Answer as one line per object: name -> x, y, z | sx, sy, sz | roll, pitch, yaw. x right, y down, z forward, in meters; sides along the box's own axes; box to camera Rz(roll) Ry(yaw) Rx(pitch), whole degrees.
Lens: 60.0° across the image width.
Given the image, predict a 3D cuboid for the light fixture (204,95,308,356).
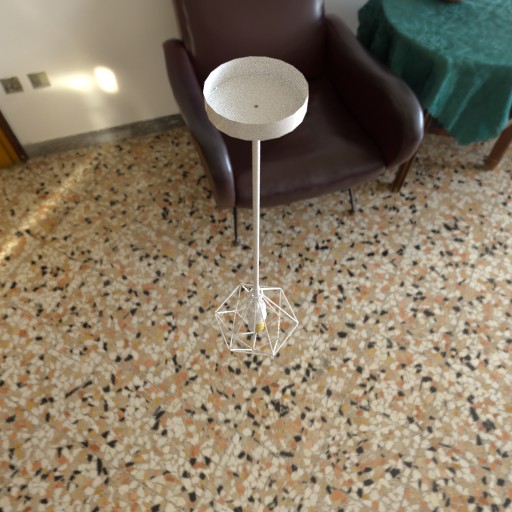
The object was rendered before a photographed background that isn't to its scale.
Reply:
light fixture -> 0.000, 0.000, 1.989 | 0.431, 1.764, 0.487 | 33, 63, 19
